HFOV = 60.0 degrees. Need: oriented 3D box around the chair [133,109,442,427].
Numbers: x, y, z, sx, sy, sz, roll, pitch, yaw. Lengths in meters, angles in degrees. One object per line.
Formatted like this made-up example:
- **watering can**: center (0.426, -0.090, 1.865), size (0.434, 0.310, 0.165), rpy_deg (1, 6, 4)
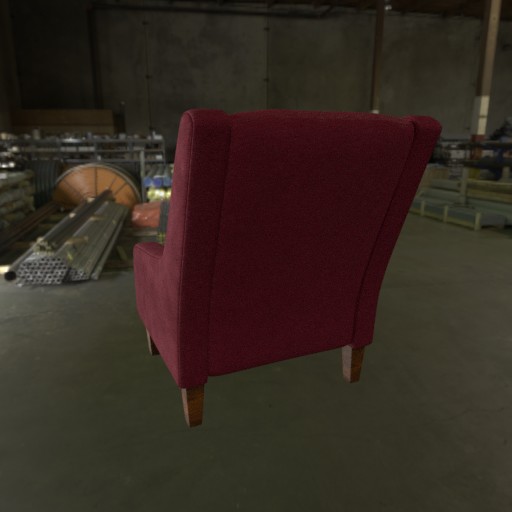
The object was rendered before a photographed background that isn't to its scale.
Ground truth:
- **chair**: center (0.000, 0.000, 1.708), size (0.793, 1.017, 0.985), rpy_deg (-7, 16, -24)
